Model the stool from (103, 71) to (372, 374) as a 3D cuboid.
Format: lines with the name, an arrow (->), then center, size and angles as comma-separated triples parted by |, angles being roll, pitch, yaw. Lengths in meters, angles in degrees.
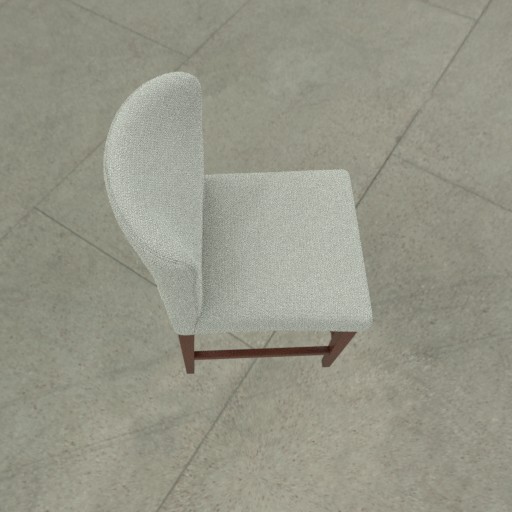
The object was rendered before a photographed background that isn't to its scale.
stool -> 0.000, 0.000, 1.254 | 0.568, 0.969, 0.481 | -2, 63, -1
